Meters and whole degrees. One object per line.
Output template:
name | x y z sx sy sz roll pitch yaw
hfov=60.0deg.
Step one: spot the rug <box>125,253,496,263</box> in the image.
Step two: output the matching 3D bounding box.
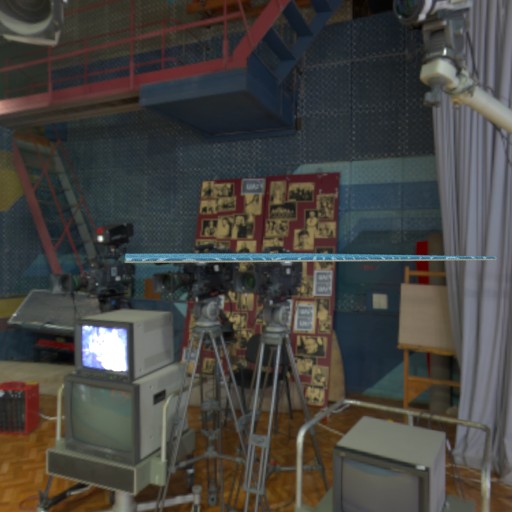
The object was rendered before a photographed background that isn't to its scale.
rug | 0.000 0.000 2.729 1.543 0.015 2.144 0 1 -16
